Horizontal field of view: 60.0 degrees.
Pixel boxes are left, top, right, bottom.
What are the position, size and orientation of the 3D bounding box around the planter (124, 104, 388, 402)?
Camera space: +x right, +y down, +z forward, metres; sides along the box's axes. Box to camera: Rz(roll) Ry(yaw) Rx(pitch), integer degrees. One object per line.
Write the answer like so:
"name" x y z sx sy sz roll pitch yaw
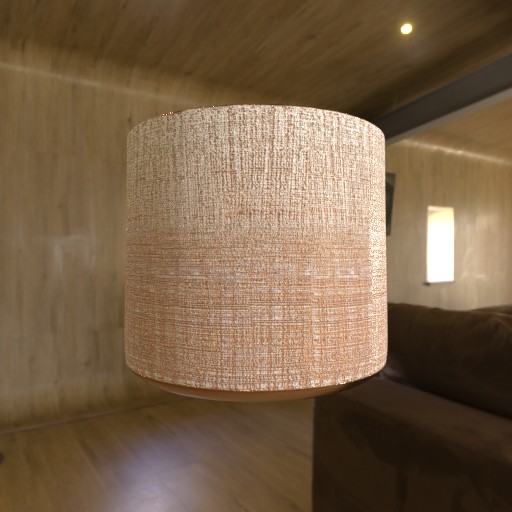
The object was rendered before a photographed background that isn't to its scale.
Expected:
"planter" 0.000 0.000 0.312 0.177 0.157 0.177 0 0 0
